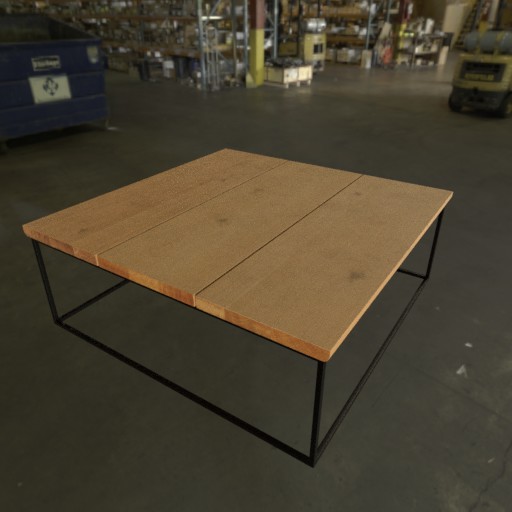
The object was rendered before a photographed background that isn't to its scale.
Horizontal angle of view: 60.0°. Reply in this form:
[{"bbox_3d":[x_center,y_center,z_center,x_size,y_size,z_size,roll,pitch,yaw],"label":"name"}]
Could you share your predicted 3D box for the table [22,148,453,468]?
[{"bbox_3d":[0.000,0.000,1.676,1.100,0.400,1.100,18,34,29],"label":"table"}]
